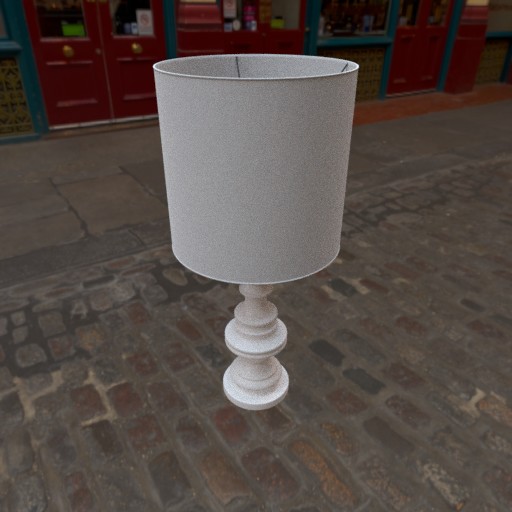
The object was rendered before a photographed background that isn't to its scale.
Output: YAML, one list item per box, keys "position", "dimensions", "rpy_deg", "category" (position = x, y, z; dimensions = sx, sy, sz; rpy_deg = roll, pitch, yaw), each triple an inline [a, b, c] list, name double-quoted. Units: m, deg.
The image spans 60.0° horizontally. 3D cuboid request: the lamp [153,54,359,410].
- position: [0.000, 0.000, 0.570]
  dimensions: [0.208, 0.455, 0.208]
  rpy_deg: [-18, 34, -29]
  category: "lamp"
